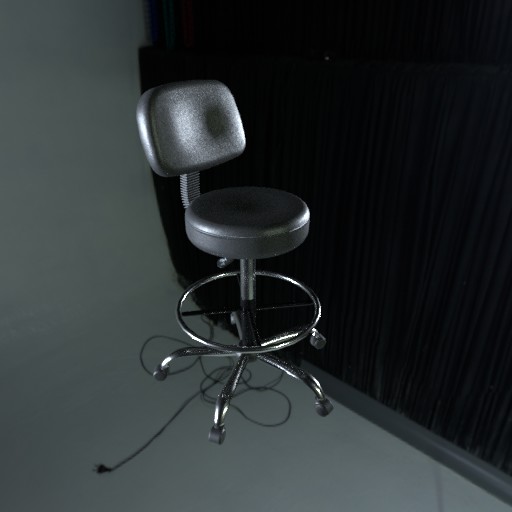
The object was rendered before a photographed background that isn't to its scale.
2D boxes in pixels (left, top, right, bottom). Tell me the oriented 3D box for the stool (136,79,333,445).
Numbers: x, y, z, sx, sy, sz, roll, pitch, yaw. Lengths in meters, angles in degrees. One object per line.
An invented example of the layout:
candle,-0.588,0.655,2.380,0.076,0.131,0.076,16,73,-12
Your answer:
stool,0.000,0.000,1.494,0.658,1.069,0.694,19,33,33
